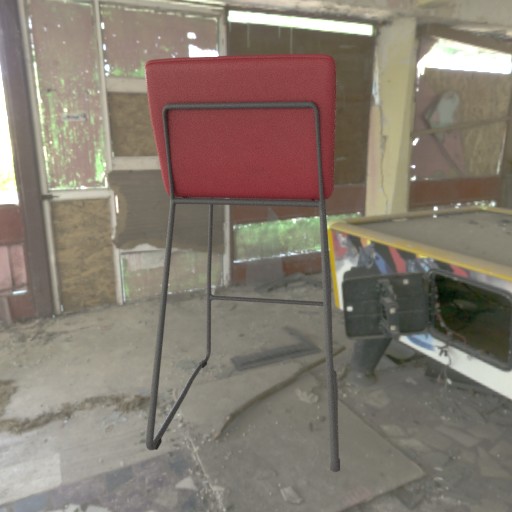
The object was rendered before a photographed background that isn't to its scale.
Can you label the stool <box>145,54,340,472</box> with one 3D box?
[{"bbox_3d":[0.000,0.000,1.213,0.489,0.937,0.524,2,15,9],"label":"stool"}]
